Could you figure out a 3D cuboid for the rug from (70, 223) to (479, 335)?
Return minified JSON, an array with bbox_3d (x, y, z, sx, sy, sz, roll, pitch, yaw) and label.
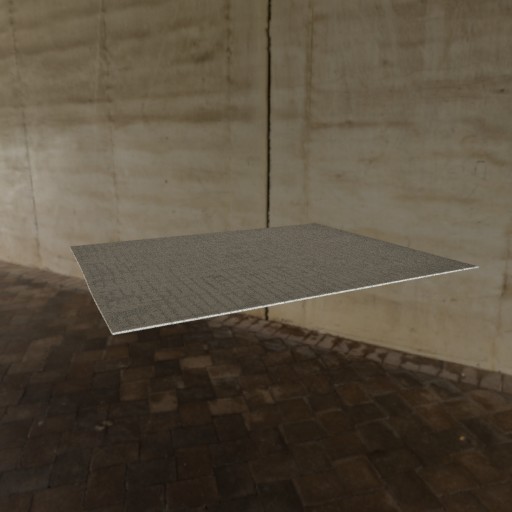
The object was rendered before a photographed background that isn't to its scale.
[{"bbox_3d":[0.000,0.000,4.178,3.061,0.014,2.447,-7,16,-26],"label":"rug"}]
